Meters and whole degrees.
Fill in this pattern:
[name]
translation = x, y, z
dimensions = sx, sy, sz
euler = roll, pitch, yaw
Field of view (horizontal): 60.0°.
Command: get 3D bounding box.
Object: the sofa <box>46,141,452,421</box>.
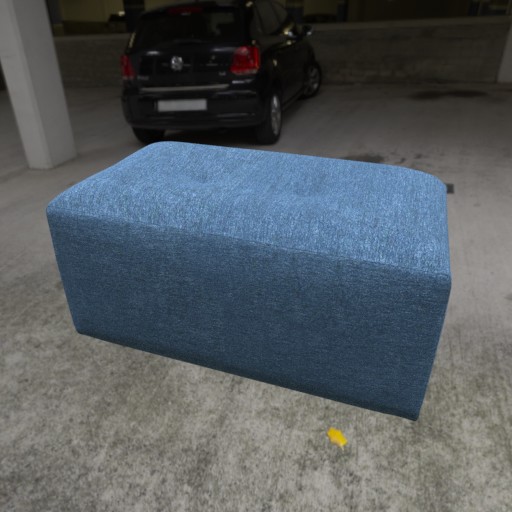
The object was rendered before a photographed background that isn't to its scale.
[sofa]
translation = 0.000, 0.000, 1.197
dimensions = 0.930, 0.470, 0.480
euler = 10, 32, 16
